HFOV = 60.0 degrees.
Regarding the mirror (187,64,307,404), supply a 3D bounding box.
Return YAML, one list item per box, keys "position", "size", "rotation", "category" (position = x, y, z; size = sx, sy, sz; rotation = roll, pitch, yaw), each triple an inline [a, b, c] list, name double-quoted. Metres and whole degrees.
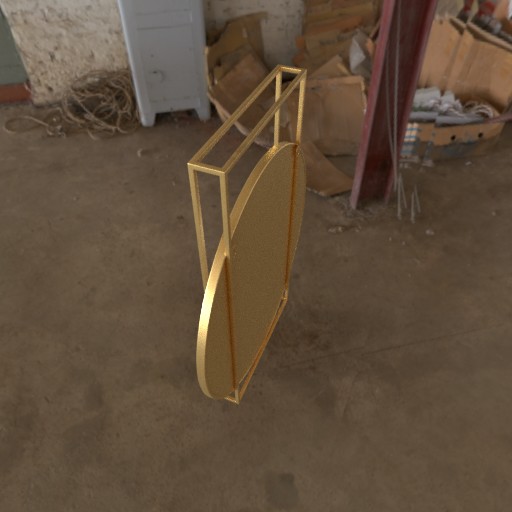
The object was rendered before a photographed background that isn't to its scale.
- position: [0.000, 0.000, 0.851]
  size: [0.051, 0.603, 0.508]
  rotation: [17, 48, 16]
  category: "mirror"
